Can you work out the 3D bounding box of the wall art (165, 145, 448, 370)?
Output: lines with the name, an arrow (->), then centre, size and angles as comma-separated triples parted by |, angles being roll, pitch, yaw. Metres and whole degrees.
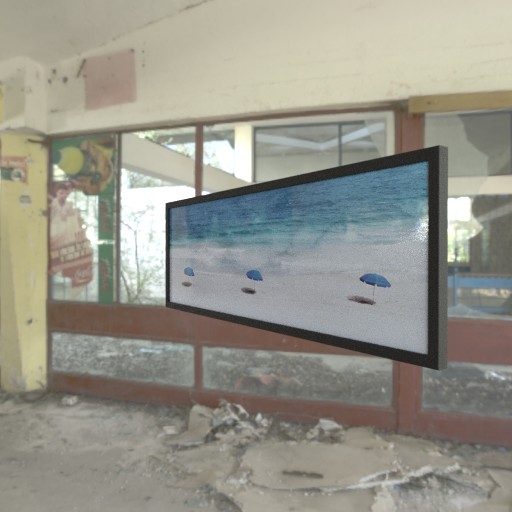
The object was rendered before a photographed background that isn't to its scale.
wall art -> 0.000, 0.000, 1.733 | 0.041, 0.554, 1.572 | 0, 1, -36
